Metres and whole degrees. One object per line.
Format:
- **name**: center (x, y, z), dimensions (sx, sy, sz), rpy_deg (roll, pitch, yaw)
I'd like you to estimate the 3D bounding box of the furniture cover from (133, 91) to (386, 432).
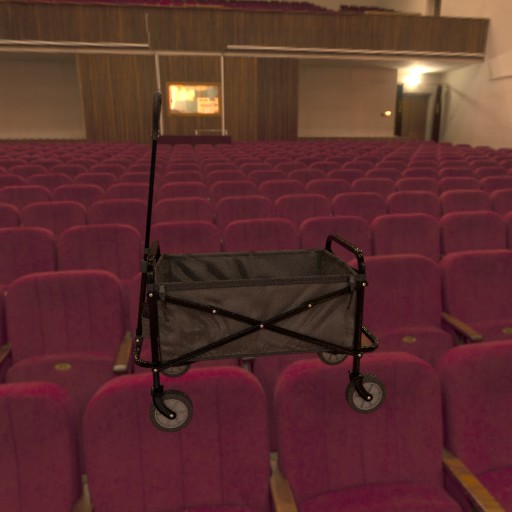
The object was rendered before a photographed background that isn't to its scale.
- **furniture cover**: center (0.000, 0.000, 1.872), dimensions (1.038, 1.295, 0.532), rpy_deg (-2, 14, -9)
